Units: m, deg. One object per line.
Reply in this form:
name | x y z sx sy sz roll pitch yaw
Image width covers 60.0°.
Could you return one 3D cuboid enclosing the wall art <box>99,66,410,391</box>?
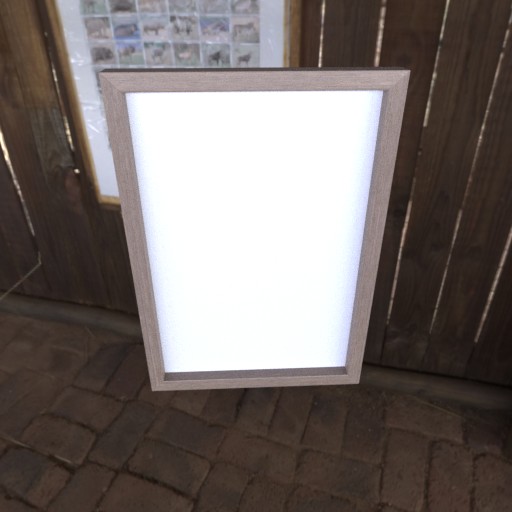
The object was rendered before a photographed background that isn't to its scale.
wall art | 0.000 0.000 0.651 0.358 0.510 0.032 -1 31 -2
